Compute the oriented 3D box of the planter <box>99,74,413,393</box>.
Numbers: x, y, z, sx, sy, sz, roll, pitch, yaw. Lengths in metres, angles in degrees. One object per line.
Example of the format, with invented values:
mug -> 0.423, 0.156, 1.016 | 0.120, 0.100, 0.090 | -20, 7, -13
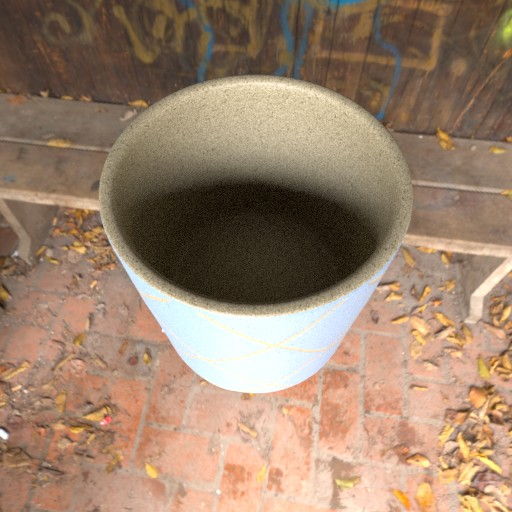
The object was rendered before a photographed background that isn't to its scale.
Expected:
planter -> 0.000, 0.000, 0.424 | 0.227, 0.235, 0.227 | 0, 59, 0
